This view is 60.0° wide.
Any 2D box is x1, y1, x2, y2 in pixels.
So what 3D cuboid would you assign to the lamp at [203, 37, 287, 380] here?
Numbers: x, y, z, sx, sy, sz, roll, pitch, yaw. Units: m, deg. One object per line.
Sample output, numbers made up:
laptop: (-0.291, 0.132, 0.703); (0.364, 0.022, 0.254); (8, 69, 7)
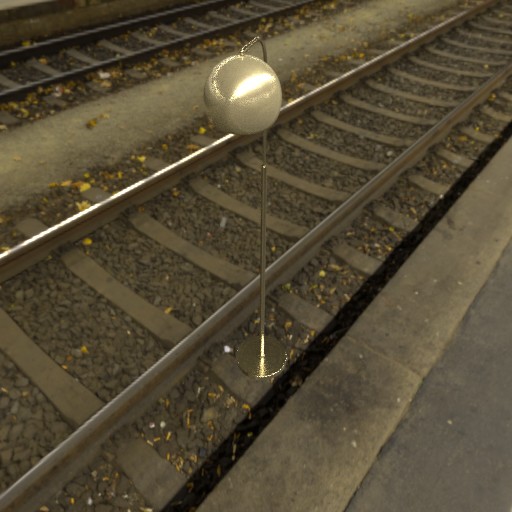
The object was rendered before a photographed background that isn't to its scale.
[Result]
lamp: (0.000, 0.000, 1.667); (0.250, 1.526, 0.431); (12, 42, 13)
